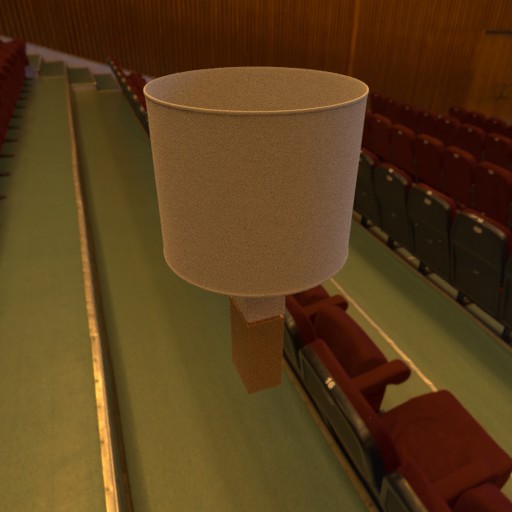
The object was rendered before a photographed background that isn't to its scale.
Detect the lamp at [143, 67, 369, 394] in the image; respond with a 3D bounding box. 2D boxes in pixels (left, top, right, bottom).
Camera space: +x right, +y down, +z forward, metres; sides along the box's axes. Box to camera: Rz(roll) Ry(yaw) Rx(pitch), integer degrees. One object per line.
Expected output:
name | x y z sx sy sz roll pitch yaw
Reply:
lamp | 0.000 0.000 0.568 0.229 0.417 0.229 -12 33 -18
